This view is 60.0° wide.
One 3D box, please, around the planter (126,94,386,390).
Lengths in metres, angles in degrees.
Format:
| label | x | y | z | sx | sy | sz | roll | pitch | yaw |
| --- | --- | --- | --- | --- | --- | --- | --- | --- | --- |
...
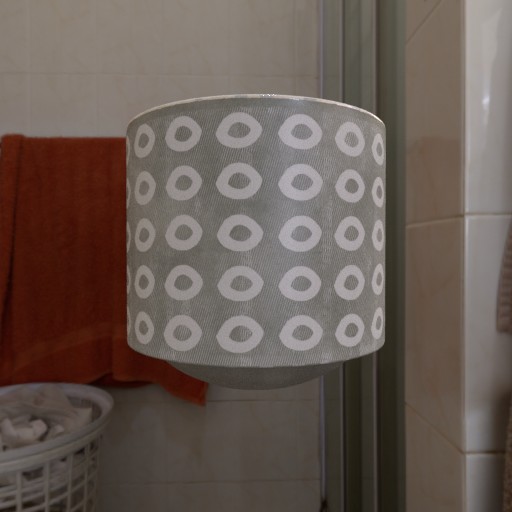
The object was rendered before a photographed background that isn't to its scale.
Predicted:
| label | x | y | z | sx | sy | sz | roll | pitch | yaw |
| --- | --- | --- | --- | --- | --- | --- | --- | --- | --- |
| planter | 0.000 | 0.000 | 0.340 | 0.190 | 0.181 | 0.190 | 0 | 1 | 0 |
